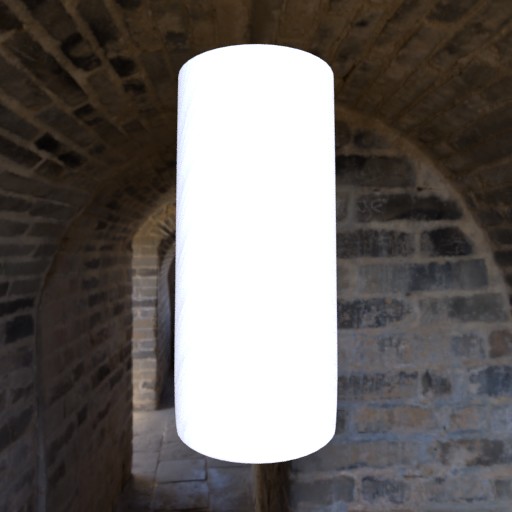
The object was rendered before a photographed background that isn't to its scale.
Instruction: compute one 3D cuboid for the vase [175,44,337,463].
[{"bbox_3d":[0.000,0.000,0.398,0.143,0.316,0.143,0,-1,0],"label":"vase"}]
